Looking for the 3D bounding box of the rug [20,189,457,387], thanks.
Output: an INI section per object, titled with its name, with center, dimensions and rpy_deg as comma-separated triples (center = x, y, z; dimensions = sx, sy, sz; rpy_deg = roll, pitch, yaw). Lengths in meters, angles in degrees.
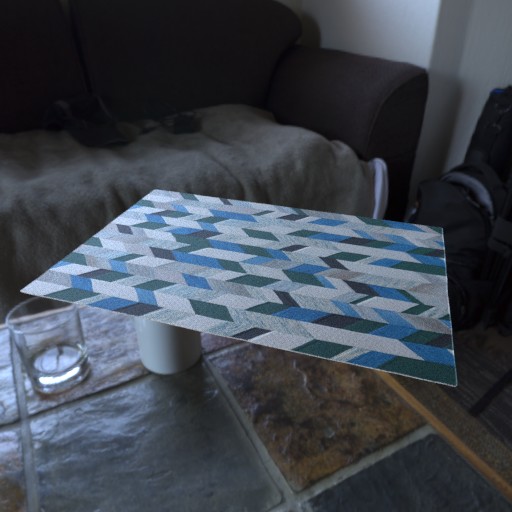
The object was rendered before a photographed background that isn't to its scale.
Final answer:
[rug]
center = 0.000, 0.000, 2.239
dimensions = 1.827, 0.005, 1.229
rpy_deg = 9, 32, 15
